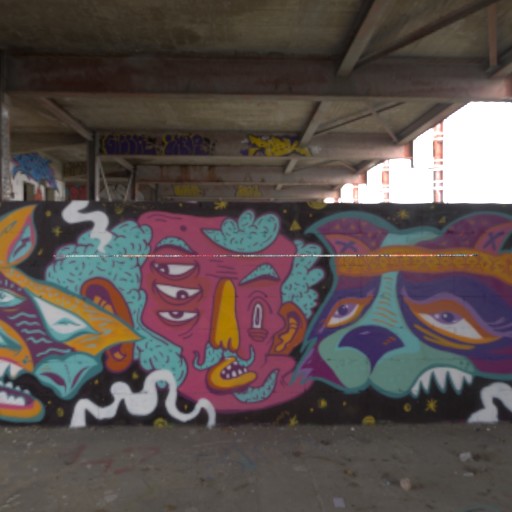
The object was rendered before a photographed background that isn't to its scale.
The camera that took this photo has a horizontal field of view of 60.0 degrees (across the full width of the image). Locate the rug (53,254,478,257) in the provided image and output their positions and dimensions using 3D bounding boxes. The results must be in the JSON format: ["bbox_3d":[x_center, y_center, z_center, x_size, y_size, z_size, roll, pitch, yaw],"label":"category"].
[{"bbox_3d":[0.000,0.000,2.734,2.362,0.008,0.832,0,0,18],"label":"rug"}]
